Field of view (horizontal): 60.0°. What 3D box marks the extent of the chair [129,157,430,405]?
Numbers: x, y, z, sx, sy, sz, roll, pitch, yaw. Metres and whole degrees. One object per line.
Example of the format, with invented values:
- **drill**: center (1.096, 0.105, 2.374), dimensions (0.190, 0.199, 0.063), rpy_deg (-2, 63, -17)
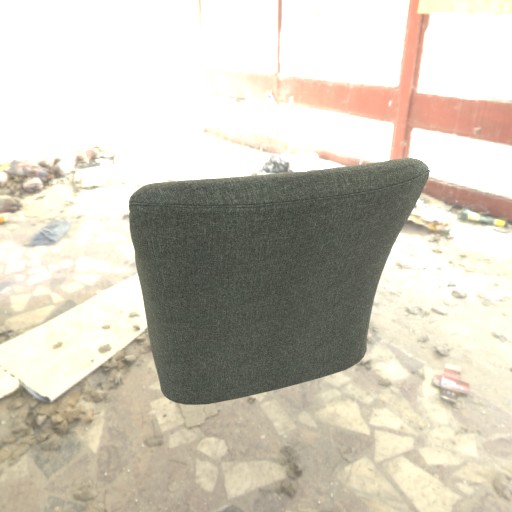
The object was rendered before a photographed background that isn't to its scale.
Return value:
- **chair**: center (0.000, 0.000, 1.610), dimensions (0.864, 0.856, 0.923), rpy_deg (-9, 29, -17)
